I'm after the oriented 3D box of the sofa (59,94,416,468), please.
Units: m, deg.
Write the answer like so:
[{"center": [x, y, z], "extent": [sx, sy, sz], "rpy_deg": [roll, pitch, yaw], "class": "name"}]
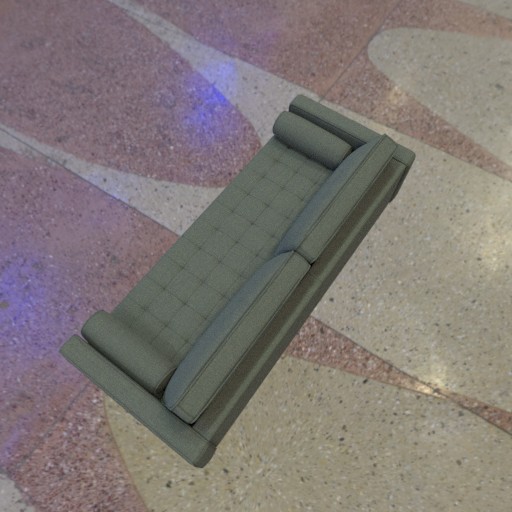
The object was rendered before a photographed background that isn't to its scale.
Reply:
[{"center": [0.000, 0.000, 2.657], "extent": [0.914, 0.762, 2.198], "rpy_deg": [33, 68, 15], "class": "sofa"}]
